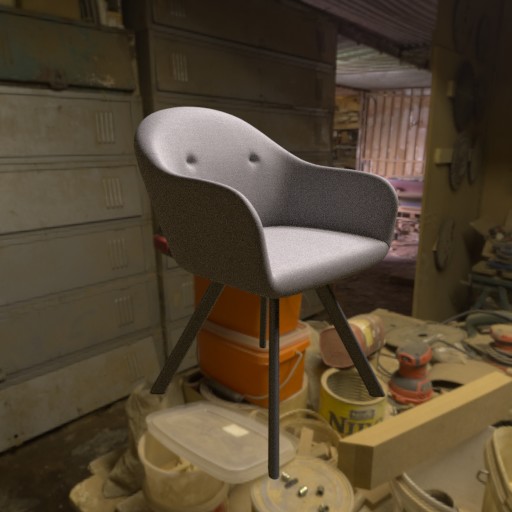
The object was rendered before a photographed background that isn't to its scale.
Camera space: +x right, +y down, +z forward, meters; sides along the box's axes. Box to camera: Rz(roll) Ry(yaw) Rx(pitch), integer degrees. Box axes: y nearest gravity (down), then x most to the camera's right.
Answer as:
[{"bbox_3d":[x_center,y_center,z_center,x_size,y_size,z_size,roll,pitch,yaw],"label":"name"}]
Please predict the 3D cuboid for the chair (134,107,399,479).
[{"bbox_3d":[0.000,0.000,1.178,0.570,0.780,0.540,14,19,43],"label":"chair"}]
